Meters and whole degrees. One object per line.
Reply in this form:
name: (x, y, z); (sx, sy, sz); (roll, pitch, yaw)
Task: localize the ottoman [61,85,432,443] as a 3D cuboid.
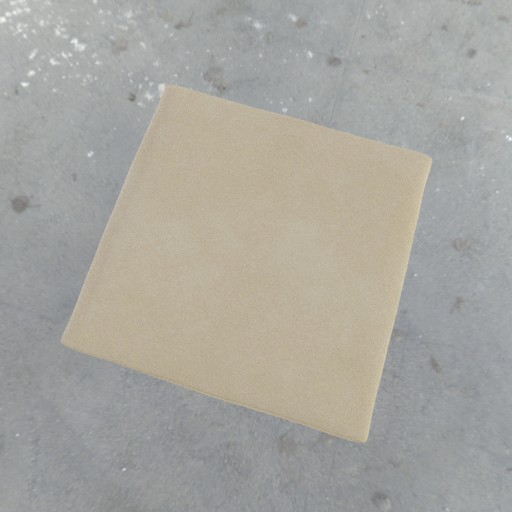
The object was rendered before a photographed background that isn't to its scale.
ottoman: (0.000, 0.000, 1.894); (1.205, 0.522, 1.190); (17, 76, 4)
